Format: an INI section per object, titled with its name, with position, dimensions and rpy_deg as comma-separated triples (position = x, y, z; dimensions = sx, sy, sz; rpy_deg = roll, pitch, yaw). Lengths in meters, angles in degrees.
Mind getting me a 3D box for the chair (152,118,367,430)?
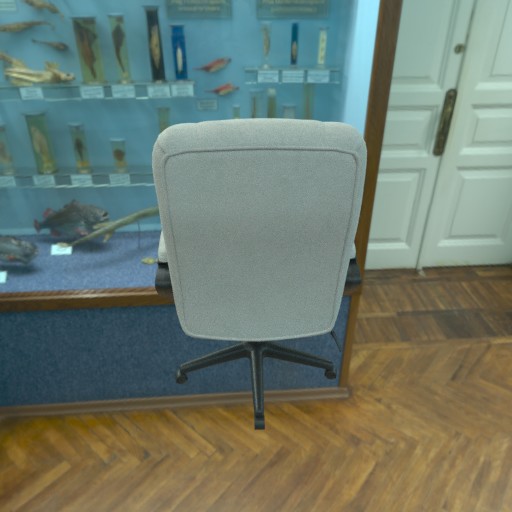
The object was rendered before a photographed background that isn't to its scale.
[chair]
position = 0.000, 0.000, 1.584
dimensions = 0.667, 1.105, 0.724
rpy_deg = -1, 30, -2
